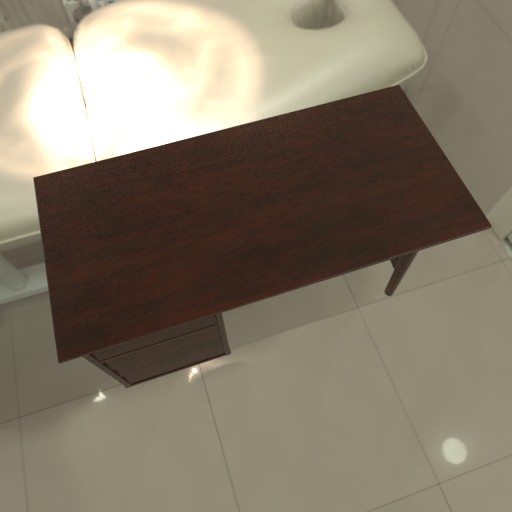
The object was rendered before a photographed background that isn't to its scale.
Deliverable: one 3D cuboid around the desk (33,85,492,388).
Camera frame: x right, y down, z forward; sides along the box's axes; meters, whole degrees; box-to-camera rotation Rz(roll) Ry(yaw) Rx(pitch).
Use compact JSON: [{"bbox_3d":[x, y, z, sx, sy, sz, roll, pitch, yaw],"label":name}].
[{"bbox_3d":[0.000,0.000,1.695,1.277,0.758,0.612,-17,65,-8],"label":"desk"}]
